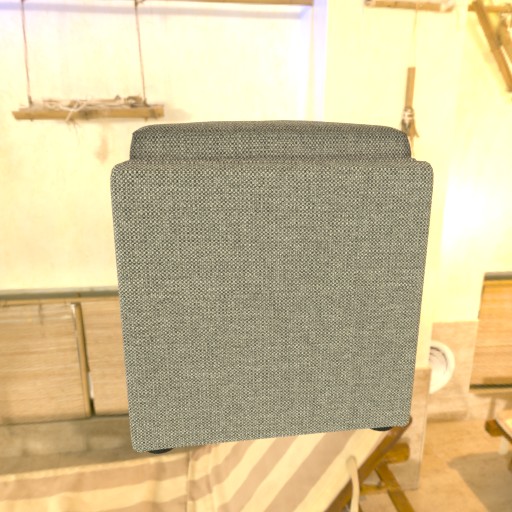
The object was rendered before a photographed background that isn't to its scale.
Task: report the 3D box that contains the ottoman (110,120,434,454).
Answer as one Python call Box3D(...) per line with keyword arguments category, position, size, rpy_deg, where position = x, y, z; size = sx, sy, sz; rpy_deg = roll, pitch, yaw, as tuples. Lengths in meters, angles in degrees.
Box3D(category="ottoman", position=(0.000, 0.000, 0.832), size=(0.436, 0.487, 0.454), rpy_deg=(-2, 15, -8))
